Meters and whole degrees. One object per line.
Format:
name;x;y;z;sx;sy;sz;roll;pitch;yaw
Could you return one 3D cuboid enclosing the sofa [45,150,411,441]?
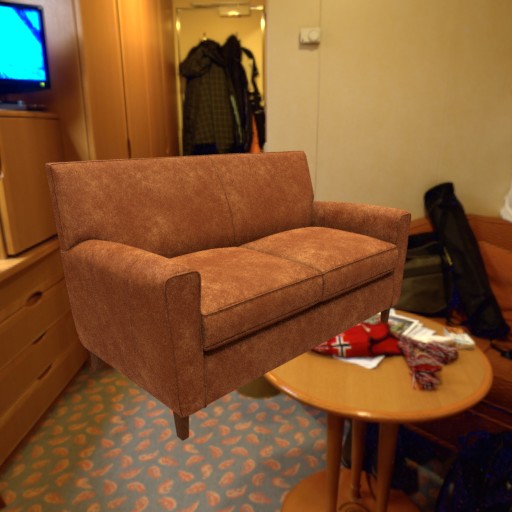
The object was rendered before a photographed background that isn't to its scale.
sofa;0.000;0.000;2.016;1.473;0.871;0.787;-15;22;-43
